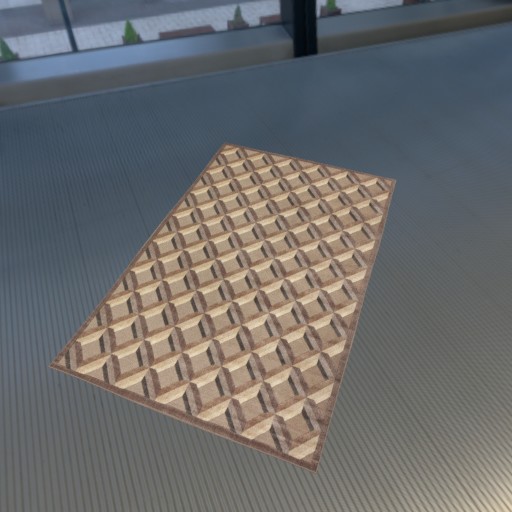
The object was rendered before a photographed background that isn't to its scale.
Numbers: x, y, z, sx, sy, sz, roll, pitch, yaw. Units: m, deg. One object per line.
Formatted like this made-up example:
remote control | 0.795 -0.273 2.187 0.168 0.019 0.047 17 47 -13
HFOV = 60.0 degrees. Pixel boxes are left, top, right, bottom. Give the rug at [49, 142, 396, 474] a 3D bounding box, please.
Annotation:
rug | 0.000 0.000 2.101 1.066 0.011 1.677 16 49 14
